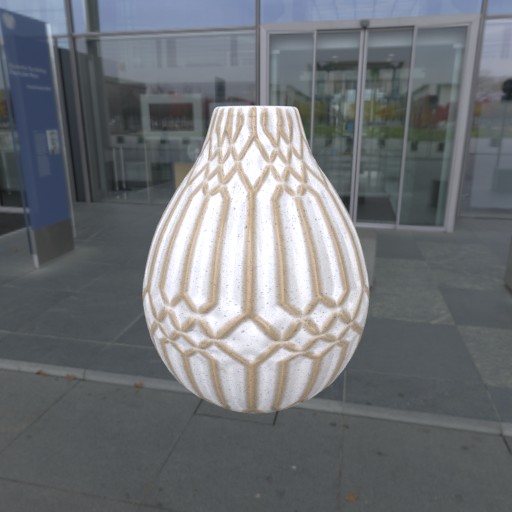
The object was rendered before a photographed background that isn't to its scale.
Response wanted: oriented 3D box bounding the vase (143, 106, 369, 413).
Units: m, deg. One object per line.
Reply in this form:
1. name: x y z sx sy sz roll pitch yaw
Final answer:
1. vase: 0.000 0.000 0.314 0.159 0.200 0.159 0 17 0
